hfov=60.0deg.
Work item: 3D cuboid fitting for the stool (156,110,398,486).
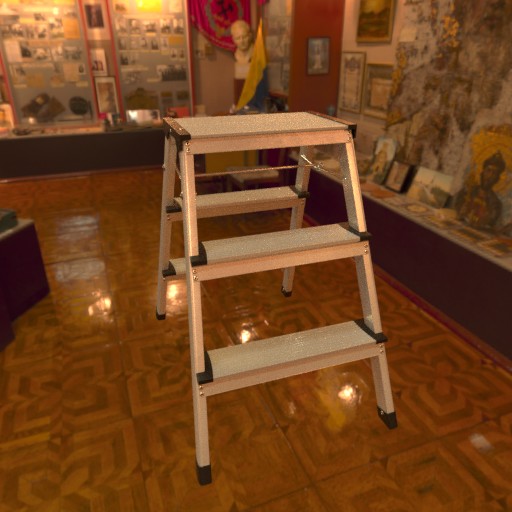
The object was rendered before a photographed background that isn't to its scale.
[{"bbox_3d":[0.000,0.000,1.024,0.437,0.605,0.622,-8,27,-17],"label":"stool"}]
